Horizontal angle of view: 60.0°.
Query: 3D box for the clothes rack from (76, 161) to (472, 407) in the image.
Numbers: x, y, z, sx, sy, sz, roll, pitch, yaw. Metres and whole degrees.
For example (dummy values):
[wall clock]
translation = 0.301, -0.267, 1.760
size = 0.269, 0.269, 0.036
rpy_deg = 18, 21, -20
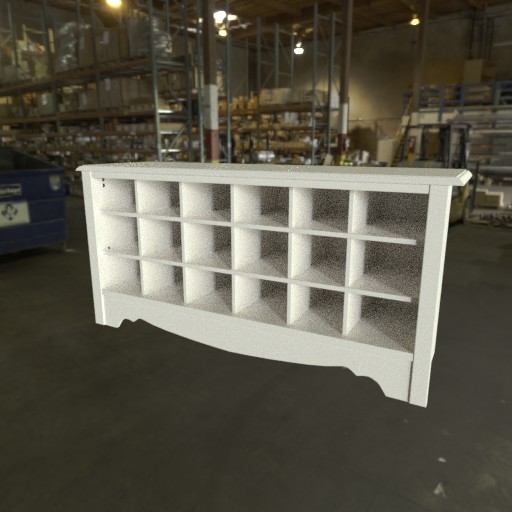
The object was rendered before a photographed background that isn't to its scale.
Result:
[clothes rack]
translation = 0.000, 0.000, 1.348
size = 1.120, 0.531, 0.324
rpy_deg = 7, 16, 27
